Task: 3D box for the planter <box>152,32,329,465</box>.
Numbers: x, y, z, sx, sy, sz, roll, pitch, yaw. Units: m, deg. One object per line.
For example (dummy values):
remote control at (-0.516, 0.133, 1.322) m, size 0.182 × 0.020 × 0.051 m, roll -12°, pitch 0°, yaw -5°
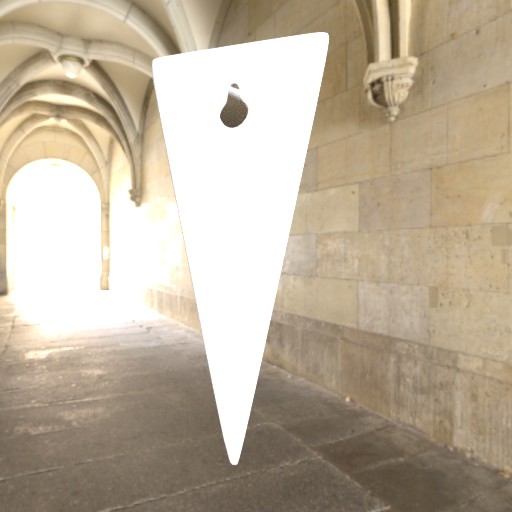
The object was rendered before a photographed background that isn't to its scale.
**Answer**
planter at (0.000, 0.000, 0.273) m, size 0.101 × 0.224 × 0.081 m, roll 0°, pitch 1°, yaw 18°
